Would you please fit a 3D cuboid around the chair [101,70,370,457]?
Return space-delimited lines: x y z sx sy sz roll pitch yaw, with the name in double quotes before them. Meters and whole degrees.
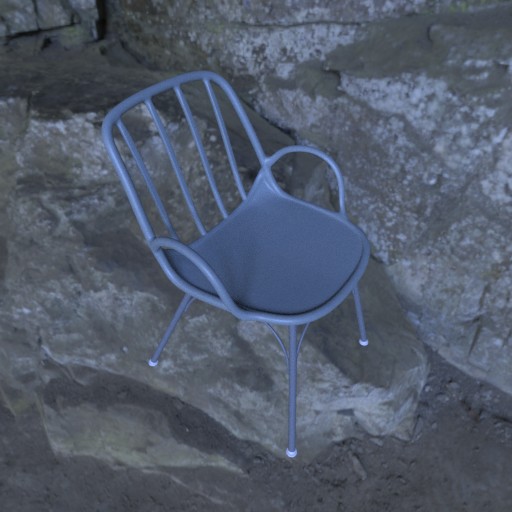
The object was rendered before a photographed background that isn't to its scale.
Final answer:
"chair" 0.000 0.000 1.212 0.597 0.816 0.549 25 47 26
